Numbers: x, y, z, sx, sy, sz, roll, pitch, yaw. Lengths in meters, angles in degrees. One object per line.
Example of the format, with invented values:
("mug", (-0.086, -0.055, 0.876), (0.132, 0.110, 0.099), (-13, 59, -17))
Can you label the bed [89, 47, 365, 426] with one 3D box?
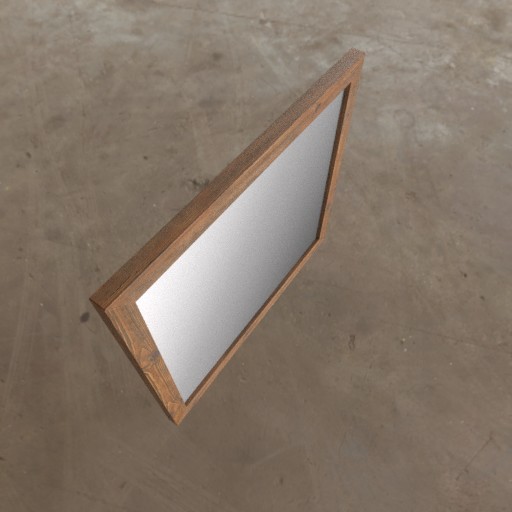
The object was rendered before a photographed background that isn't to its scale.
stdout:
("bed", (0.000, 0.000, 1.476), (0.046, 0.942, 1.046), (31, 62, 19))
